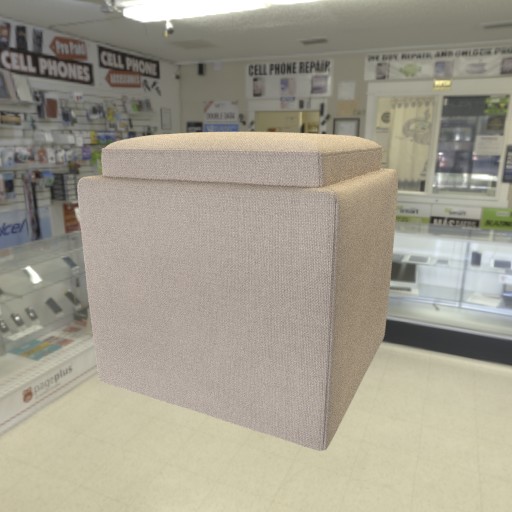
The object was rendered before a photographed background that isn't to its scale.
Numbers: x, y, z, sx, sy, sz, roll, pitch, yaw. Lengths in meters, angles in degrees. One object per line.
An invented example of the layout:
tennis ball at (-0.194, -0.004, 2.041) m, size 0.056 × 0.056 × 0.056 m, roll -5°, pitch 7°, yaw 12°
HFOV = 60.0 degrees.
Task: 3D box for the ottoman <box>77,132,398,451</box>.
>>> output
ottoman at (0.000, 0.000, 0.853) m, size 0.450 × 0.460 × 0.451 m, roll 7°, pitch 17°, yaw 26°
